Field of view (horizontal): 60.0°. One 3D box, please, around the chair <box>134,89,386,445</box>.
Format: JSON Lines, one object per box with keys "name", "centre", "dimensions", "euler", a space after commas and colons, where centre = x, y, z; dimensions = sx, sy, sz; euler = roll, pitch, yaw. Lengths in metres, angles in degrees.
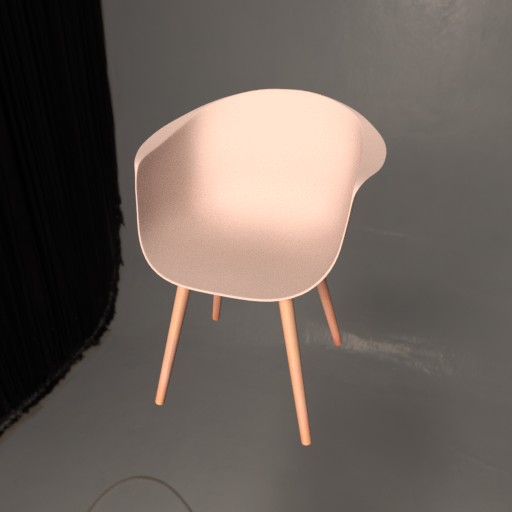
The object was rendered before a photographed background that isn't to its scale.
{"name": "chair", "centre": [0.000, 0.000, 1.180], "dimensions": [0.593, 0.781, 0.504], "euler": [9, 29, 17]}
